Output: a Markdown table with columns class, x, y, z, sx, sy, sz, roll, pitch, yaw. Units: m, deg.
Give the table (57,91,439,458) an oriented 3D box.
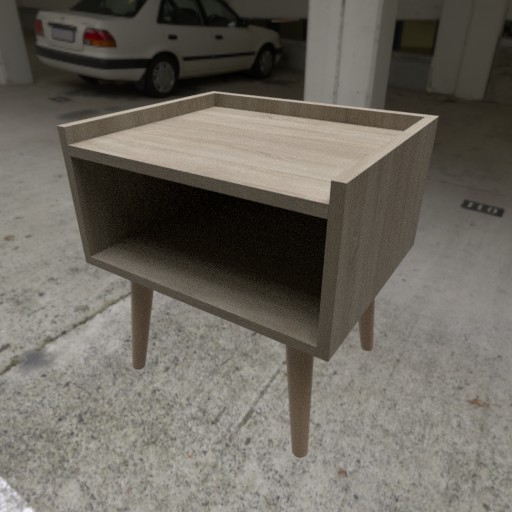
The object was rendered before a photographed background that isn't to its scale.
| class | x | y | z | sx | sy | sz | roll | pitch | yaw |
| --- | --- | --- | --- | --- | --- | --- | --- | --- | --- |
| table | 0.000 | 0.000 | 0.787 | 0.450 | 0.470 | 0.370 | 17 | 34 | 28 |
